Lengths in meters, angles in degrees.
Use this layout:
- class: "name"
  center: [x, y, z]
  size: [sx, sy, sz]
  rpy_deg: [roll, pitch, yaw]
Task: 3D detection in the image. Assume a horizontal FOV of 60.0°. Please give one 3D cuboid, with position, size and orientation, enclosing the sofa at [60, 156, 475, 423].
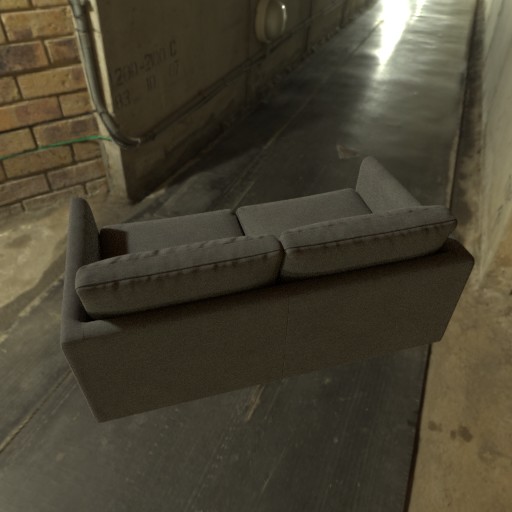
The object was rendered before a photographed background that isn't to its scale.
- class: "sofa"
  center: [0.000, 0.000, 2.449]
  size: [1.909, 0.845, 1.091]
  rpy_deg: [-10, 42, -12]
